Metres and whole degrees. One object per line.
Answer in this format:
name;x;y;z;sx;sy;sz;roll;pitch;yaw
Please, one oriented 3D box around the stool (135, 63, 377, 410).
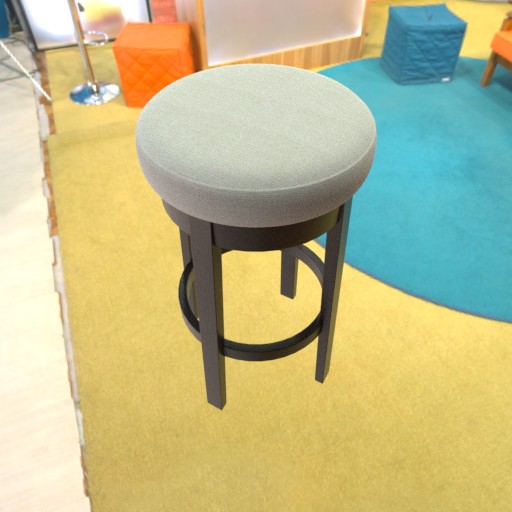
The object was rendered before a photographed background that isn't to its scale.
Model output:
stool;0.000;0.000;1.036;0.446;0.758;0.446;0;46;0
